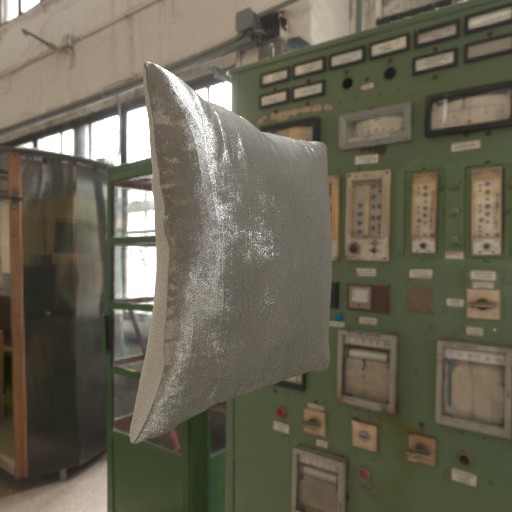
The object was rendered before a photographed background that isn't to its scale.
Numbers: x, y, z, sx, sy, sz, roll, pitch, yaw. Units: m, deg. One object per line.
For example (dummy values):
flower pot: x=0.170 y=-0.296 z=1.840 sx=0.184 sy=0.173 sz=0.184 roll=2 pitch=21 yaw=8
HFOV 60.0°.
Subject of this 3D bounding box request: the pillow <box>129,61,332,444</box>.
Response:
pillow: x=0.000 y=0.000 z=0.718 sx=0.175 sy=0.464 sz=0.470 roll=0 pitch=0 yaw=37
